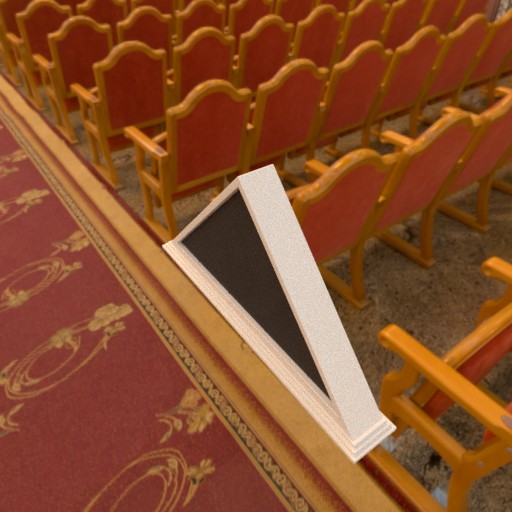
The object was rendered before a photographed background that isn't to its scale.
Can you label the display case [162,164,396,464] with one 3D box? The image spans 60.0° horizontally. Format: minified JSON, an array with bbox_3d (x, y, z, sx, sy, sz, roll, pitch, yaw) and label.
[{"bbox_3d":[0.000,0.000,0.780,0.095,0.340,0.640,-25,46,-26],"label":"display case"}]
